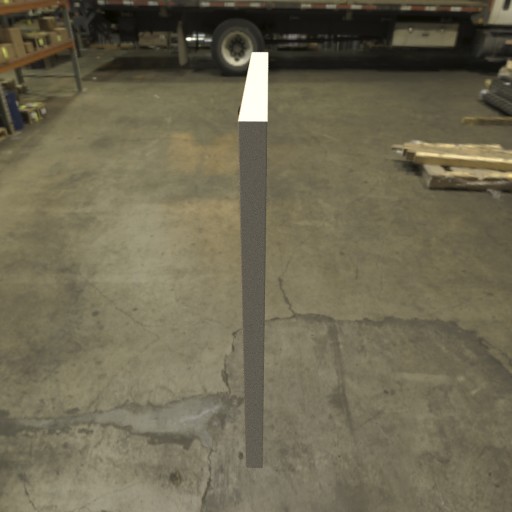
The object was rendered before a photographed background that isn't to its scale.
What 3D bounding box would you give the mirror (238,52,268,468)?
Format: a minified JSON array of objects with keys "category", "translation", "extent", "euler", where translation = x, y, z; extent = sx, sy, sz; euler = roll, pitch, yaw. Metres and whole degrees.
[{"category":"mirror","translation":[0.000,0.000,0.930],"extent":[0.040,0.710,0.507],"euler":[1,33,1]}]
